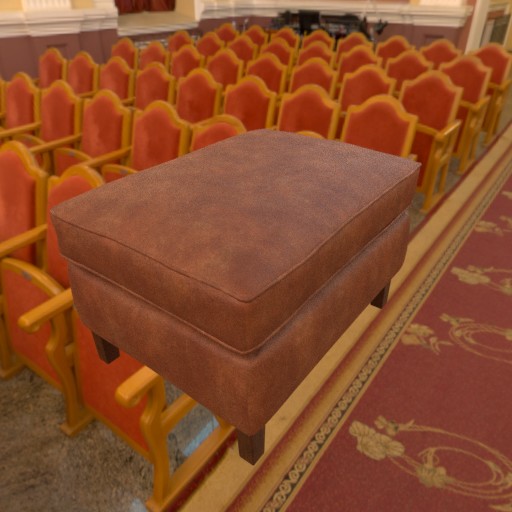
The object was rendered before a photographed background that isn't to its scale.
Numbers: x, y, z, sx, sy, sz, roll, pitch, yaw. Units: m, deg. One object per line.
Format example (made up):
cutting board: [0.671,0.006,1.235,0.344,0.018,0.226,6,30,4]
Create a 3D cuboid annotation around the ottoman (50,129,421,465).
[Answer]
ottoman: [0.000,0.000,0.986,0.501,0.418,0.665,22,38,31]
